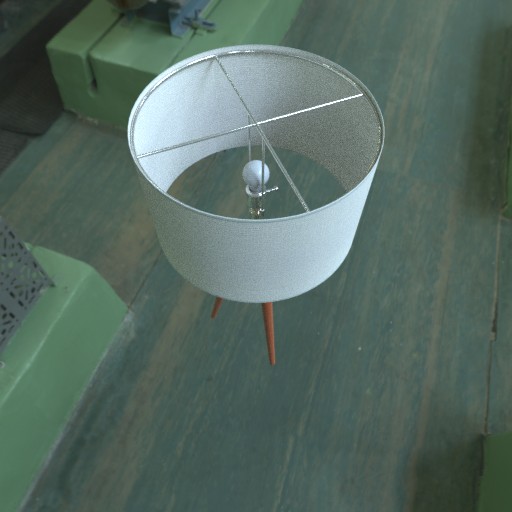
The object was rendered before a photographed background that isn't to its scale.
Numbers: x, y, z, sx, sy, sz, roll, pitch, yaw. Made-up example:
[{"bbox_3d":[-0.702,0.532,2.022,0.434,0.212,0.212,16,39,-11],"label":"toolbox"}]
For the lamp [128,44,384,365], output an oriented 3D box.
[{"bbox_3d":[0.000,0.000,0.916,0.354,0.709,0.355,16,59,10],"label":"lamp"}]
